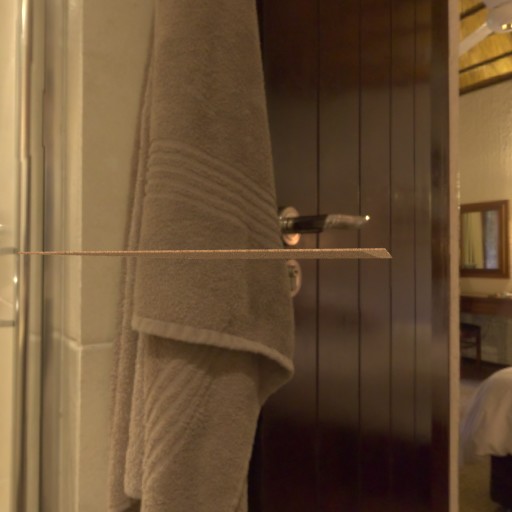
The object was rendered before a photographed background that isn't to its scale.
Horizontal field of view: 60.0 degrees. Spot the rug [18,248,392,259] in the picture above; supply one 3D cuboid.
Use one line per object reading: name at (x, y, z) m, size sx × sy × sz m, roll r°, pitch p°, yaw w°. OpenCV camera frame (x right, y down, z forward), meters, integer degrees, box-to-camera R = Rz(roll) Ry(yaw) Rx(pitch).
rug at (0.000, 0.000, 4.222) m, size 2.448 × 0.013 × 3.205 m, roll 0°, pitch -1°, yaw 18°
